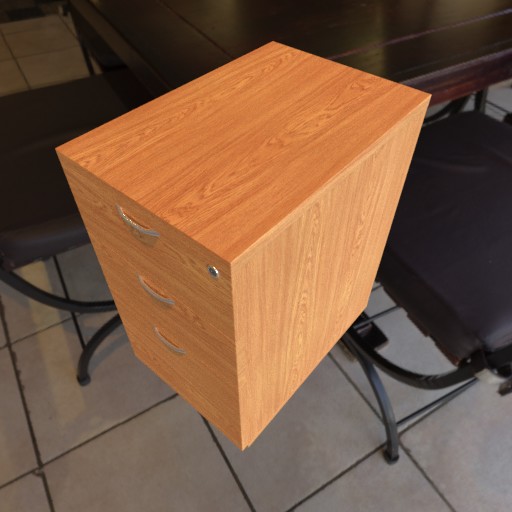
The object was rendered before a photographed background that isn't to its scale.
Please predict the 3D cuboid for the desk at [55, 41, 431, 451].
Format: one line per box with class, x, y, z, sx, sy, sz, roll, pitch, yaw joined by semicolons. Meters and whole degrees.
desk;0.000;0.000;1.079;0.404;0.730;0.600;32;55;26
